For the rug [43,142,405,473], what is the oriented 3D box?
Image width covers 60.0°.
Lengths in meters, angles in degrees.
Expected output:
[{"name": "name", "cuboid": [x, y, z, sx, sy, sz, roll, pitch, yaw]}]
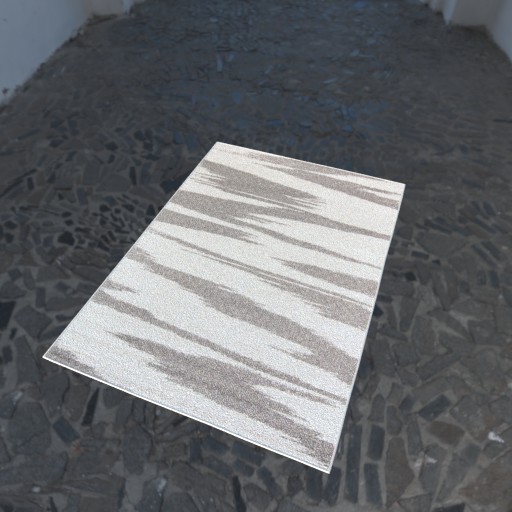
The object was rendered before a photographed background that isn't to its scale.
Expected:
[{"name": "rug", "cuboid": [0.000, 0.000, 2.772, 1.533, 0.010, 2.142, 16, 49, 14]}]
